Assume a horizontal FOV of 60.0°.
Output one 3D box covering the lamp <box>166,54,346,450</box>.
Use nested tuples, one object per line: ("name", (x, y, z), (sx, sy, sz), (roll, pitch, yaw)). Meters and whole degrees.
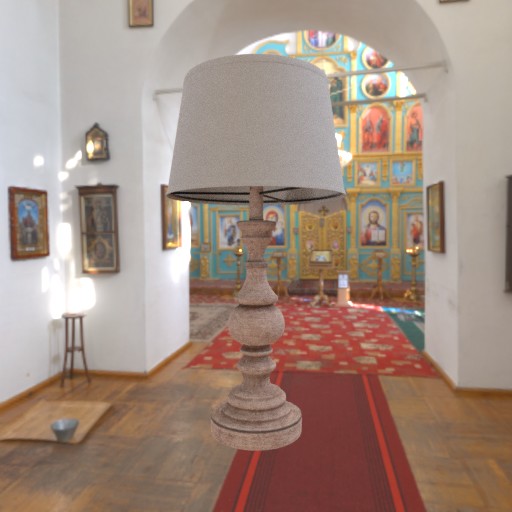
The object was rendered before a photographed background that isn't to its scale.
("lamp", (0.000, 0.000, 0.855), (0.340, 0.678, 0.340), (0, 2, 0))
